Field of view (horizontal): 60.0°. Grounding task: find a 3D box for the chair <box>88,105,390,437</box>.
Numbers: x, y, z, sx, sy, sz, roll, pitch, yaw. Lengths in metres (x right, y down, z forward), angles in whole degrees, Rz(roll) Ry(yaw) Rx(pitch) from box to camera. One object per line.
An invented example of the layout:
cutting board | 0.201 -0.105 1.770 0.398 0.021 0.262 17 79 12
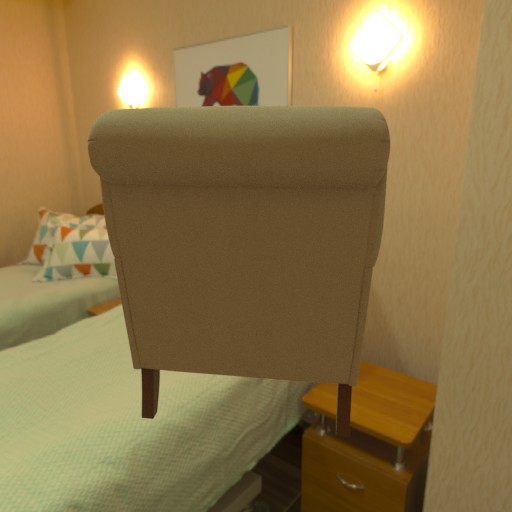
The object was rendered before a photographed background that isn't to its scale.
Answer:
chair | 0.000 0.000 1.528 0.766 0.942 0.842 2 15 8
